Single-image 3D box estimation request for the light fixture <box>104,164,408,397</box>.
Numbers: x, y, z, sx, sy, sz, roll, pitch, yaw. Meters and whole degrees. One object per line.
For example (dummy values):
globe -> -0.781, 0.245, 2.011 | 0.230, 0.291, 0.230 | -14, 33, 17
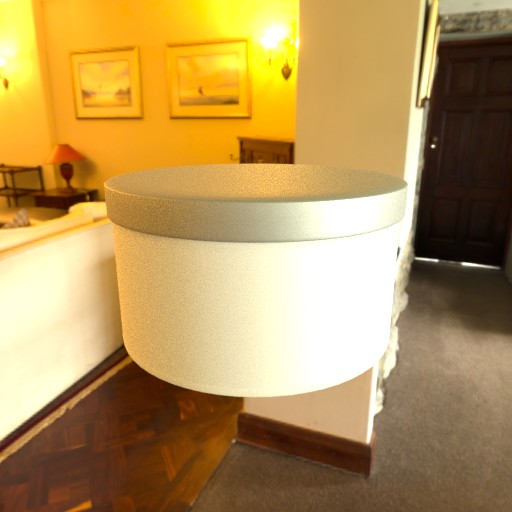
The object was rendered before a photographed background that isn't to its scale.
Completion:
light fixture -> 0.000, 0.000, 0.635 | 0.393, 0.229, 0.393 | 0, 17, 0
